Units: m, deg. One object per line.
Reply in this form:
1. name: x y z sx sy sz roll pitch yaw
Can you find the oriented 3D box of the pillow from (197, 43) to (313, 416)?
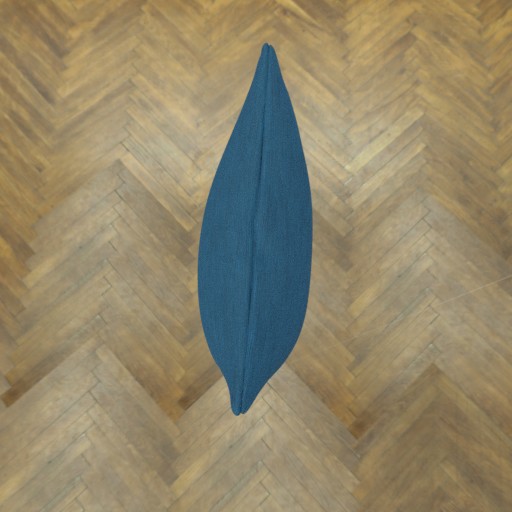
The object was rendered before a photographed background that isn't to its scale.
1. pillow: 0.000 0.000 0.686 0.177 0.420 0.437 4 75 1
